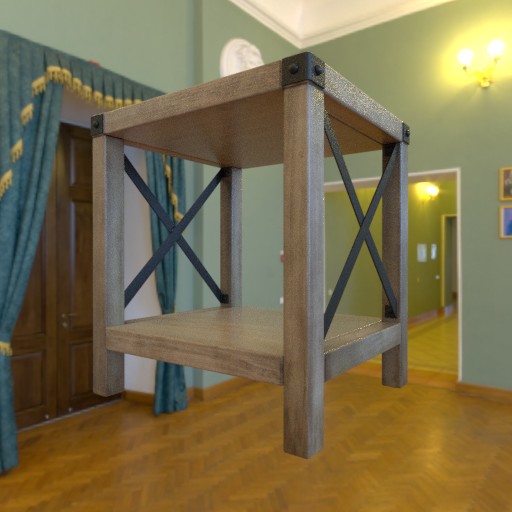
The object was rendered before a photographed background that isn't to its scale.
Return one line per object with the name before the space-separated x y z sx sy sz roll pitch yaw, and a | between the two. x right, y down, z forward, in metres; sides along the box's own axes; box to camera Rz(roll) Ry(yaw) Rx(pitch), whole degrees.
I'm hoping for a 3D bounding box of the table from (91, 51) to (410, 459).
table | 0.000 0.000 0.920 0.510 0.561 0.459 0 0 36
